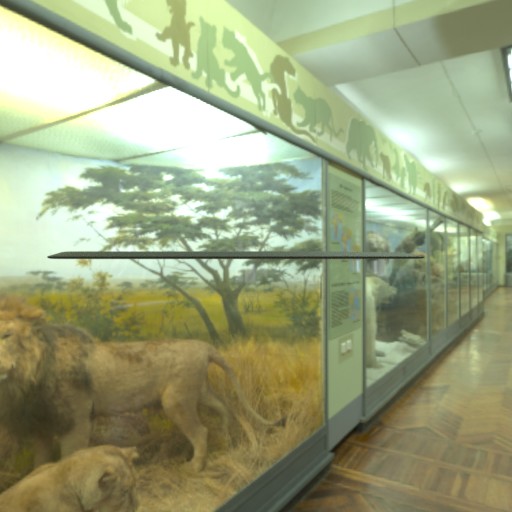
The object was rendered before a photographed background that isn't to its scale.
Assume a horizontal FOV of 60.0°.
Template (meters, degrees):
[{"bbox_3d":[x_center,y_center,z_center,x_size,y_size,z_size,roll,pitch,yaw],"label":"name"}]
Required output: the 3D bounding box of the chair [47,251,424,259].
[{"bbox_3d":[0.000,0.000,1.957,1.219,0.024,1.372,0,0,2],"label":"chair"}]
